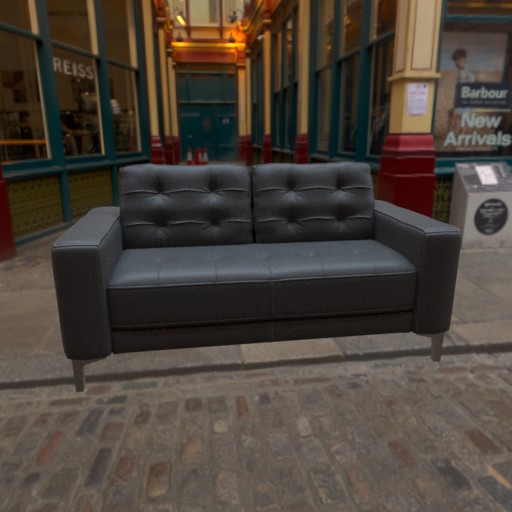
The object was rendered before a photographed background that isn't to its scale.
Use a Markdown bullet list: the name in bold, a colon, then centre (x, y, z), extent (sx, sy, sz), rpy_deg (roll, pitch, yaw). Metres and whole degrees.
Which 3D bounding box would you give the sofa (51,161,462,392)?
- **sofa**: centre (0.000, 0.000, 2.219), extent (1.726, 0.893, 0.833), rpy_deg (-2, 16, -9)
